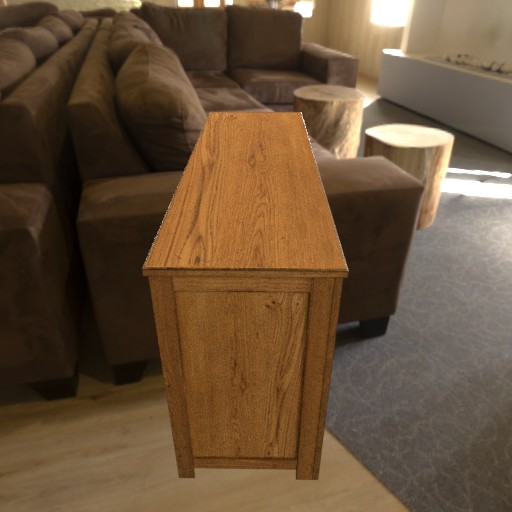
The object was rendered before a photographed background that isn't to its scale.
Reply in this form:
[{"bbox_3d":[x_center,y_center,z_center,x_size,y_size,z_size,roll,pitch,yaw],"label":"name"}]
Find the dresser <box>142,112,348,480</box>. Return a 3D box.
[{"bbox_3d":[0.000,0.000,2.083,0.563,0.932,1.657,0,31,1],"label":"dresser"}]
